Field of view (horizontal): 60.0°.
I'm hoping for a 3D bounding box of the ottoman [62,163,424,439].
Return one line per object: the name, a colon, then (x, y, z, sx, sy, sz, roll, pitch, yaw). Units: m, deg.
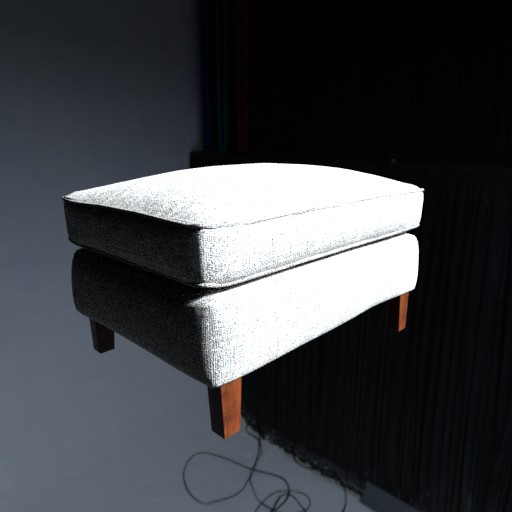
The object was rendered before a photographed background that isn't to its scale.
ottoman: (0.000, 0.000, 1.003, 0.508, 0.406, 0.686, 14, 20, 43)
